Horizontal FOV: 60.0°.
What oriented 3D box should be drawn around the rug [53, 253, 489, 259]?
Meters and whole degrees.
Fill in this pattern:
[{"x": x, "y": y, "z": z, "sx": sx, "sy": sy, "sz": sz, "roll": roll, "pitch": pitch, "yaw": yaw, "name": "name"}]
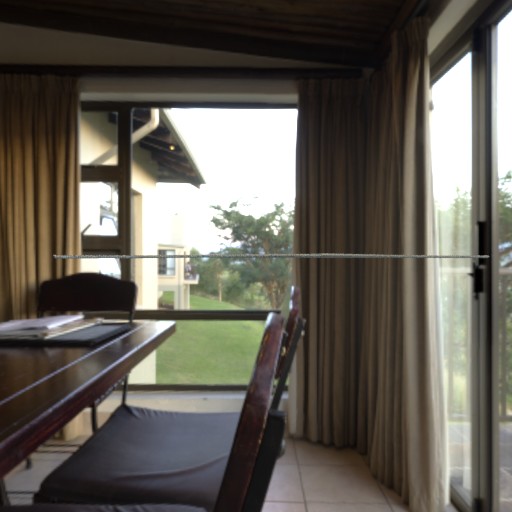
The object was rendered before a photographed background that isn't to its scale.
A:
[{"x": 0.000, "y": 0.000, "z": 2.960, "sx": 2.306, "sy": 0.030, "sz": 1.613, "roll": 0, "pitch": 0, "yaw": -18, "name": "rug"}]
